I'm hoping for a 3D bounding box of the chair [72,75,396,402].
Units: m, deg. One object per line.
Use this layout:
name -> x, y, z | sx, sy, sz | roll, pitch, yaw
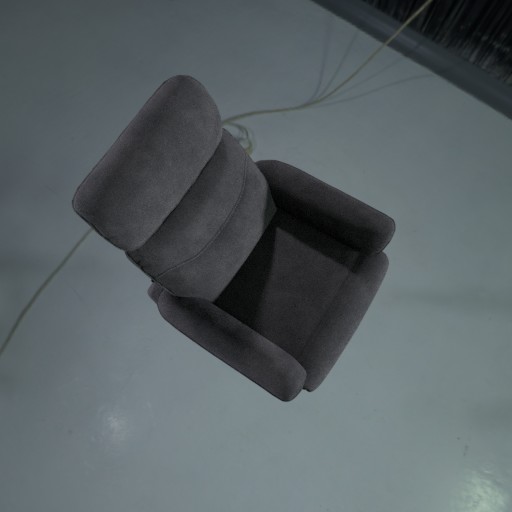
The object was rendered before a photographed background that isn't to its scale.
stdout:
chair -> 0.000, 0.000, 1.782 | 1.009, 1.035, 0.830 | 32, 77, 8
